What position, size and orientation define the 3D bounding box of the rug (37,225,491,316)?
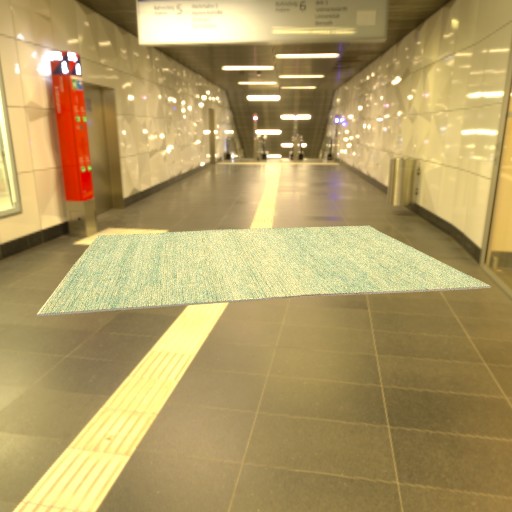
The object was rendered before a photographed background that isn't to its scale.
[{"bbox_3d":[0.000,0.000,2.956,2.305,0.029,1.593,-3,16,-9],"label":"rug"}]
